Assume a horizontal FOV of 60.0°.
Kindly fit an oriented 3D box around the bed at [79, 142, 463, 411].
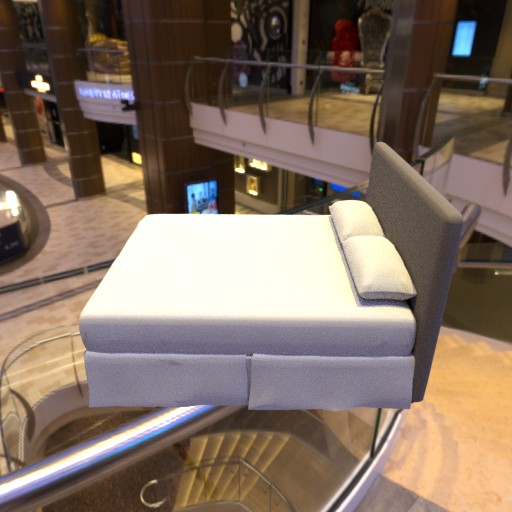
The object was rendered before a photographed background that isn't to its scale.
[{"bbox_3d":[0.000,0.000,3.248,2.142,1.330,1.748,1,27,1],"label":"bed"}]
